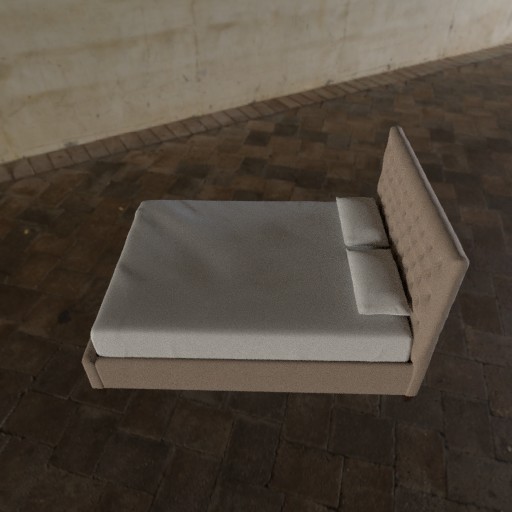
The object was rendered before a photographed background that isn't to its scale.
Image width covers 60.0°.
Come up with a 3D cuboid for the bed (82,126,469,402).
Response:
[{"bbox_3d":[0.000,0.000,3.481,2.387,1.427,1.698,1,41,1],"label":"bed"}]
